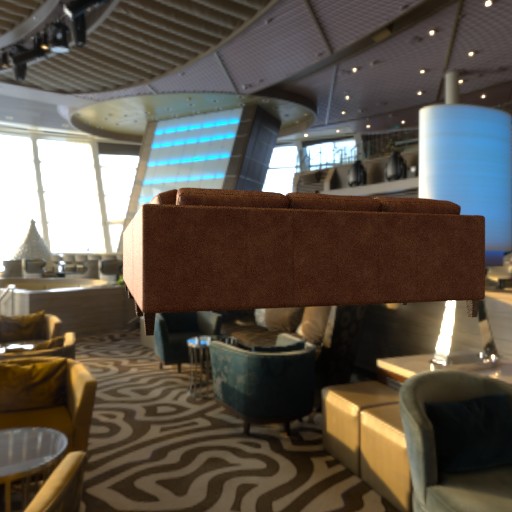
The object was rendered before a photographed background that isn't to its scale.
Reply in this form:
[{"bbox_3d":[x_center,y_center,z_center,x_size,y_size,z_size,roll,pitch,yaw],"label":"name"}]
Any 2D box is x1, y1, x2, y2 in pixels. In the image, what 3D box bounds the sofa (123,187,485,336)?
[{"bbox_3d":[0.000,0.000,4.430,2.452,0.888,3.324,0,0,-18],"label":"sofa"}]
